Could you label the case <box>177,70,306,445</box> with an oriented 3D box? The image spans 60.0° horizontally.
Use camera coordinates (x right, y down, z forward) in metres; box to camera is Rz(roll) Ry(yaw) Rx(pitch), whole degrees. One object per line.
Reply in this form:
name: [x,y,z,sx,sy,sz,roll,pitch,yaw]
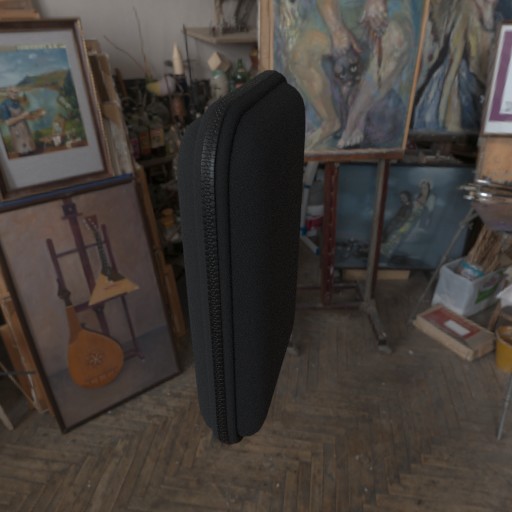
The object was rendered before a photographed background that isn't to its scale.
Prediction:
case: [0.000,0.000,0.197,0.030,0.147,0.107,8,32,13]
